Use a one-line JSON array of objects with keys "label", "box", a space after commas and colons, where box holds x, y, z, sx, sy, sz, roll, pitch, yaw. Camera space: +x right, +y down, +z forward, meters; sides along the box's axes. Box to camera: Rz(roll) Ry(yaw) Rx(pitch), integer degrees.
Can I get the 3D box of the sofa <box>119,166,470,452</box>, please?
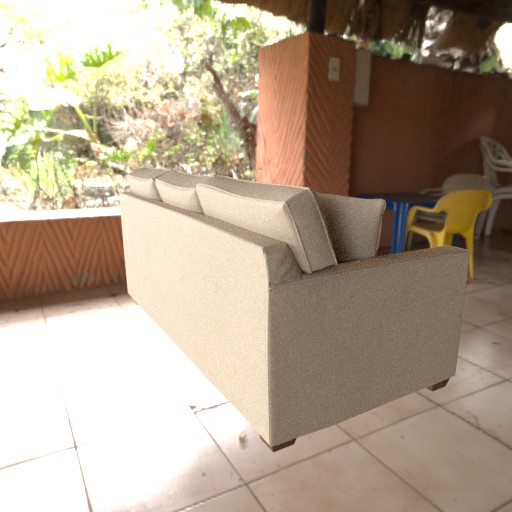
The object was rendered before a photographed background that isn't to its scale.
[{"label": "sofa", "box": [0.000, 0.000, 2.490, 1.034, 0.946, 1.962, -8, 16, -29]}]
